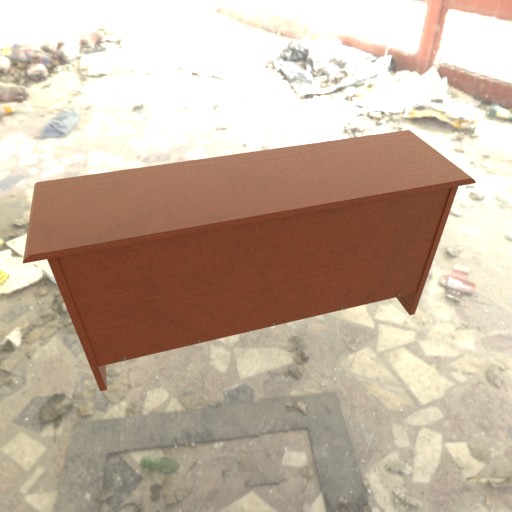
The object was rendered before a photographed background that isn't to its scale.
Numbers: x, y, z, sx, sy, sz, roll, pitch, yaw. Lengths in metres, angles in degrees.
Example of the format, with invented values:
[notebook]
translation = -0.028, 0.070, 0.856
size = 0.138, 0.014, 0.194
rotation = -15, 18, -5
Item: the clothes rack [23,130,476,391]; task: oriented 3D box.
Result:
[clothes rack]
translation = 0.000, 0.000, 1.490
size = 1.251, 0.594, 0.362
rotation = -11, 42, -13
